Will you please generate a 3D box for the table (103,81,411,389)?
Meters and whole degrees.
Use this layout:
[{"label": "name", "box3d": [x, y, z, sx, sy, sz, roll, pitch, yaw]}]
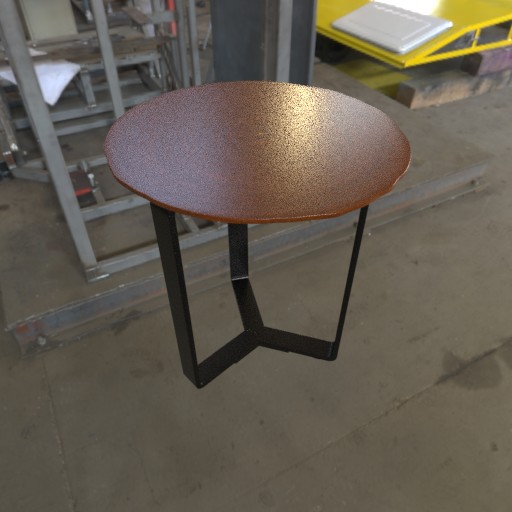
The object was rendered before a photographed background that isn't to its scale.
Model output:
[{"label": "table", "box3d": [0.000, 0.000, 0.757, 0.410, 0.450, 0.380, 11, 44, 12]}]
